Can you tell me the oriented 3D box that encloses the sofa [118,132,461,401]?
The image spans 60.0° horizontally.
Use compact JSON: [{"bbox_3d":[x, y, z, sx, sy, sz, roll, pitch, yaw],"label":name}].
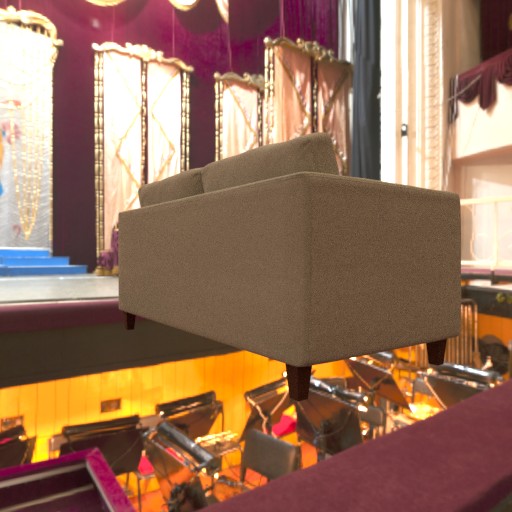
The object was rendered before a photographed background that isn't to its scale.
[{"bbox_3d":[0.000,0.000,2.434,0.950,0.963,1.884,0,1,-35],"label":"sofa"}]
